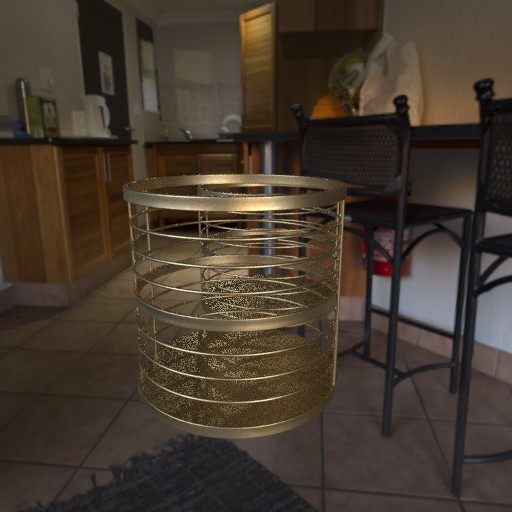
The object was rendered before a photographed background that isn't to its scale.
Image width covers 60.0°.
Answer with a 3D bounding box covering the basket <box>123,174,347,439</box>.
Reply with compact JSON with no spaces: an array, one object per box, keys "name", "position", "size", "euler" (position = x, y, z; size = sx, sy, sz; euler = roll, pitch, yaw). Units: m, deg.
[{"name":"basket","position":[0.000,0.000,0.953],"size":[0.356,0.351,0.746],"euler":[2,15,9]}]
